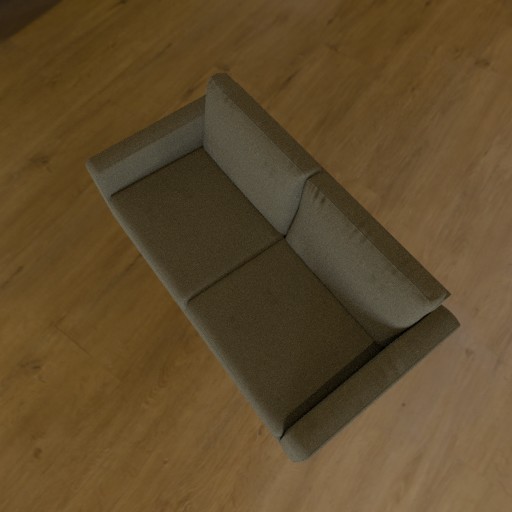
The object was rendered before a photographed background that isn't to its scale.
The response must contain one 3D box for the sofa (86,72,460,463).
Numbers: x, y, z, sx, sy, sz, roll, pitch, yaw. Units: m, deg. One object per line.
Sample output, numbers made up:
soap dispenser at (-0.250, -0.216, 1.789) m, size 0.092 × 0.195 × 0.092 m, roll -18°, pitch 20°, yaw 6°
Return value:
sofa at (0.000, 0.000, 2.233) m, size 0.889 × 0.897 × 1.730 m, roll -35°, pitch 69°, yaw -15°
